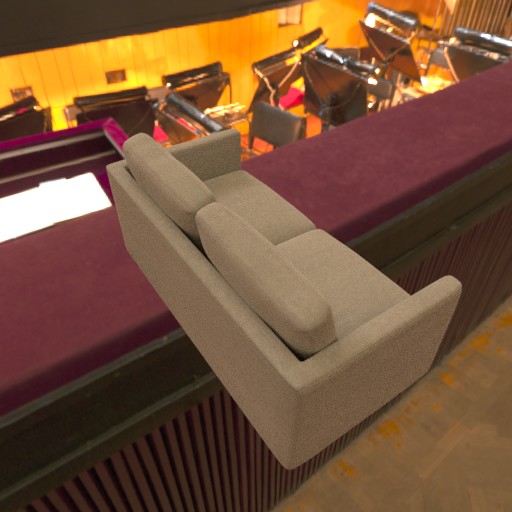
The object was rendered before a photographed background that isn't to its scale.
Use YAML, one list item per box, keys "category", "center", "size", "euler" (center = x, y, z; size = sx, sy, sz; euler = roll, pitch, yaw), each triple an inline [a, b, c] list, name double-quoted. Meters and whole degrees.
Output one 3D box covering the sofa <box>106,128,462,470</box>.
- category: "sofa"
  center: [0.000, 0.000, 2.450]
  size: [0.950, 0.963, 1.884]
  euler: [-24, 47, -25]
